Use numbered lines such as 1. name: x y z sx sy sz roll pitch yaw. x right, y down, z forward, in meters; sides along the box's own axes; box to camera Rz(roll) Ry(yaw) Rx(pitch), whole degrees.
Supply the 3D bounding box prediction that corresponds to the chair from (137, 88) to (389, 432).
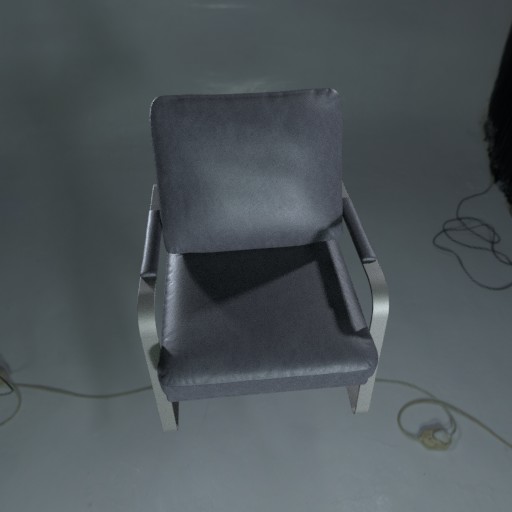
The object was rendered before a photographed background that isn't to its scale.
1. chair: 0.000 0.000 1.461 0.692 0.839 0.878 -4 48 -4
